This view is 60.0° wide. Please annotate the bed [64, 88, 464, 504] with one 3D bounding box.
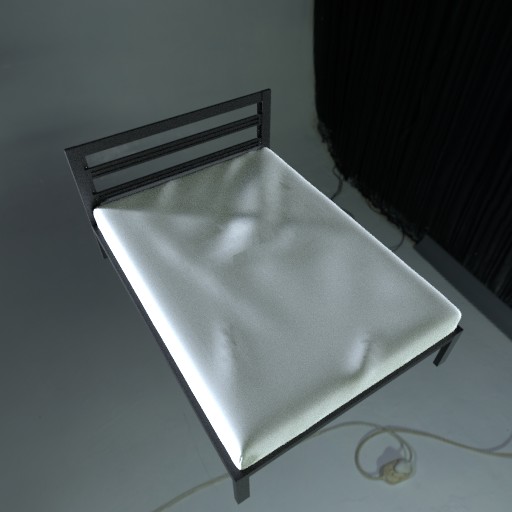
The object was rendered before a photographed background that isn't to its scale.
[{"bbox_3d":[0.000,0.000,2.776,1.524,0.967,2.062,-25,51,-22],"label":"bed"}]
